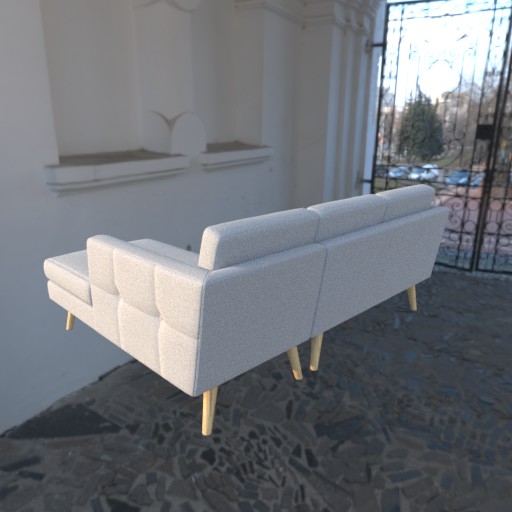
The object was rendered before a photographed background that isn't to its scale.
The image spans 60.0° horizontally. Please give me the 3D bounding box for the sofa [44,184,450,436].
[{"bbox_3d":[0.000,0.000,2.774,2.040,0.860,1.530,-16,23,-42],"label":"sofa"}]
